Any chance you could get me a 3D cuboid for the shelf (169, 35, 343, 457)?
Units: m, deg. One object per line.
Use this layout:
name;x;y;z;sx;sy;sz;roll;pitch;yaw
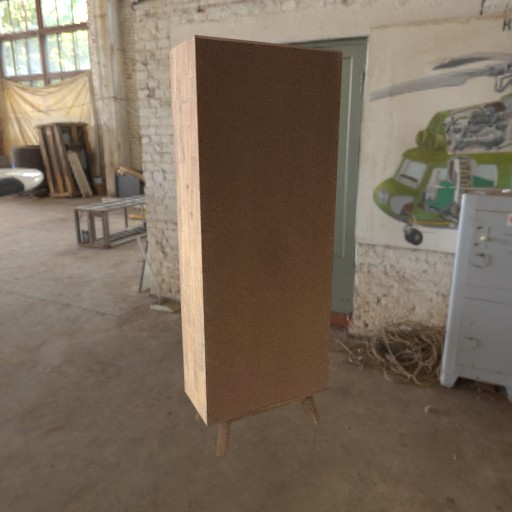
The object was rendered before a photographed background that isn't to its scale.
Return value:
shelf;0.000;0.000;1.570;0.491;1.342;0.267;-7;17;-26
